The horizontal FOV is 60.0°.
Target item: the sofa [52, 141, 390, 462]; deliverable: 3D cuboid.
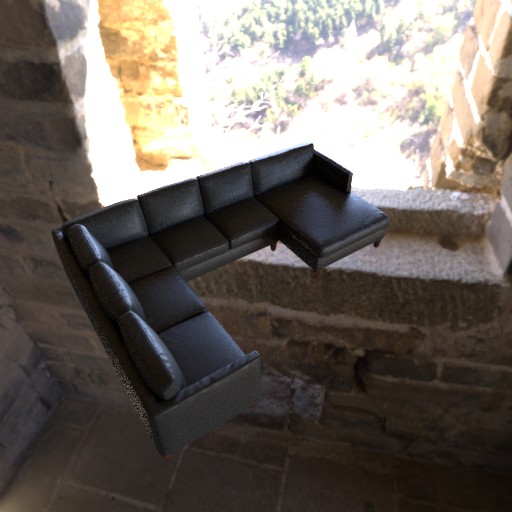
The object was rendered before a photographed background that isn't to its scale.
[{"bbox_3d":[0.000,0.000,4.691,3.460,0.923,2.593,-24,46,-25],"label":"sofa"}]
